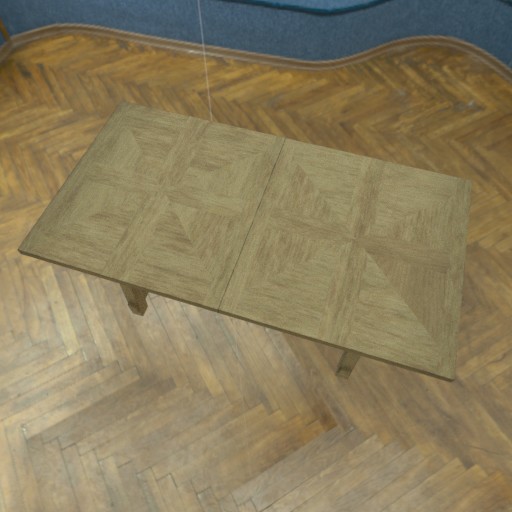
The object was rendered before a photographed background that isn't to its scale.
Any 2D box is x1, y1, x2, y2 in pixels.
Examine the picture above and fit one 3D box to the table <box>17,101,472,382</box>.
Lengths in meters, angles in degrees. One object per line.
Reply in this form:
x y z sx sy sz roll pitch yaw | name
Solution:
0.000 0.000 2.380 1.881 0.768 1.016 15 60 9 | table
